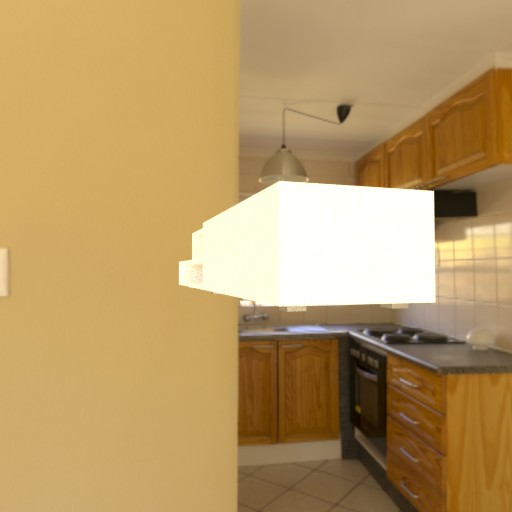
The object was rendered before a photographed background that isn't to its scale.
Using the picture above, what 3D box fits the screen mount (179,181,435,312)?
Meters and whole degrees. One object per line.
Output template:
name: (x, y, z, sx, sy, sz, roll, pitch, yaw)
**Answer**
screen mount: (0.000, 0.000, 1.861, 0.420, 0.320, 1.680, 1, -2, -17)
